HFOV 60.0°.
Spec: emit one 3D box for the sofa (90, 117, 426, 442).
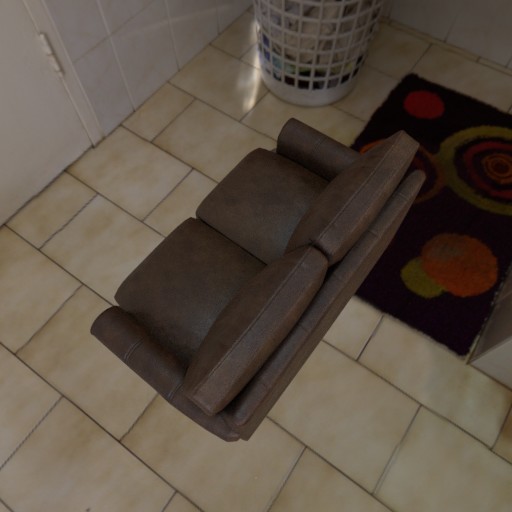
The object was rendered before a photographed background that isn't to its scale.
[{"bbox_3d":[0.000,0.000,2.275,0.990,0.976,1.616,34,68,16],"label":"sofa"}]
